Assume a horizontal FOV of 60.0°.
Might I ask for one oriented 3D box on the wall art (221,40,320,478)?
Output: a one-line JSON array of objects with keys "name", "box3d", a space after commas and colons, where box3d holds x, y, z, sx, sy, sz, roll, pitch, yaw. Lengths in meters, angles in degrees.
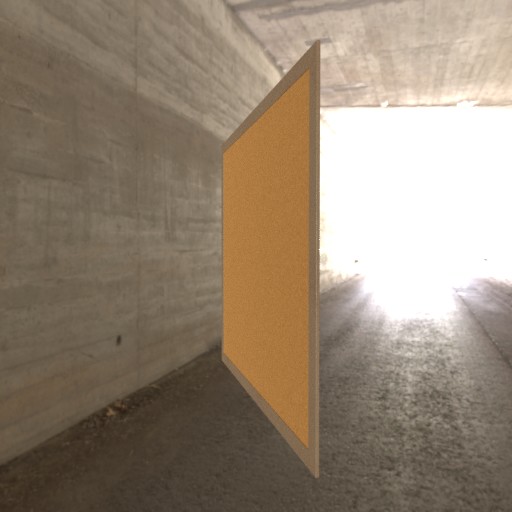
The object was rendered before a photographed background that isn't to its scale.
[{"name": "wall art", "box3d": [0.000, 0.000, 1.644, 0.025, 1.067, 1.168, 0, 1, -16]}]
